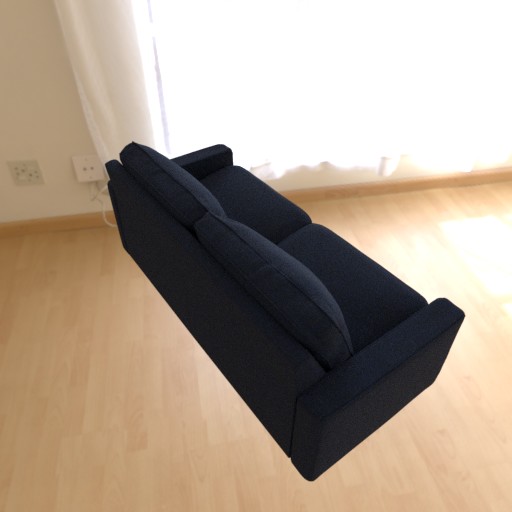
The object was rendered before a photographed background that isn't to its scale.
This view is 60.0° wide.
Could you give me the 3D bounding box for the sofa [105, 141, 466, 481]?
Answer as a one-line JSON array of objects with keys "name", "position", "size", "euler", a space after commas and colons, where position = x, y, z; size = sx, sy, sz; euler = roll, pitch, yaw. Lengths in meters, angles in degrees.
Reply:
[{"name": "sofa", "position": [0.000, 0.000, 2.526], "size": [0.940, 0.919, 2.080], "euler": [-26, 47, -26]}]
